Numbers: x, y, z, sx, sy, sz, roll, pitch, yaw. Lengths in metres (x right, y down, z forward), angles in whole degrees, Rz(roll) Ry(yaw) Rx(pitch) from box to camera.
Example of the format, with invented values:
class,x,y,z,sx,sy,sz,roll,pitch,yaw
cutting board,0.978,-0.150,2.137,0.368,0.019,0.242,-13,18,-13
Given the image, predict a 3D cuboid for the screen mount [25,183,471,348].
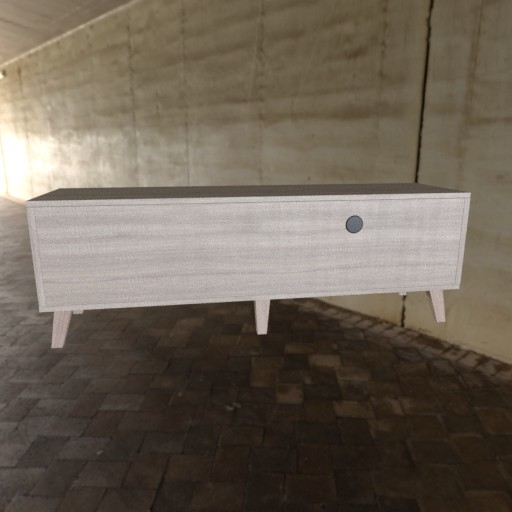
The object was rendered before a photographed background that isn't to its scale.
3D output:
class,x,y,z,sx,sy,sz,roll,pitch,yaw
screen mount,0.000,0.000,1.726,1.500,0.509,0.401,-2,15,-9
